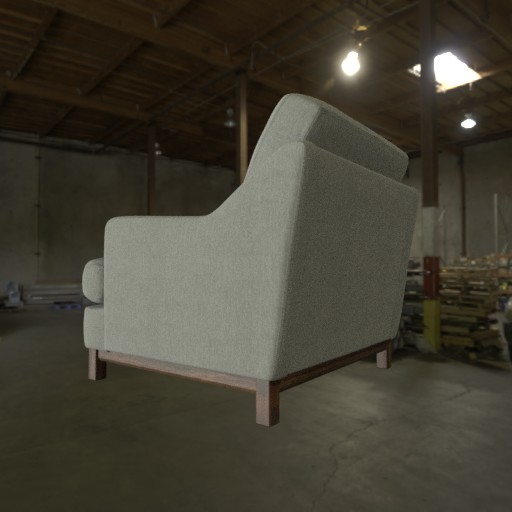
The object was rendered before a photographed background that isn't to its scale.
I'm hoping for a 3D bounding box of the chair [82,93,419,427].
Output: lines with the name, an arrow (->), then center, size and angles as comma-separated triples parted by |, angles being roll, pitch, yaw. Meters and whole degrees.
chair -> 0.000, 0.000, 1.546 | 0.892, 0.821, 0.826 | -1, -2, 37
